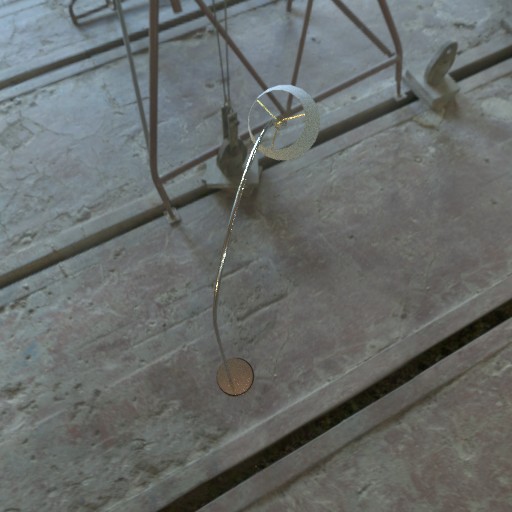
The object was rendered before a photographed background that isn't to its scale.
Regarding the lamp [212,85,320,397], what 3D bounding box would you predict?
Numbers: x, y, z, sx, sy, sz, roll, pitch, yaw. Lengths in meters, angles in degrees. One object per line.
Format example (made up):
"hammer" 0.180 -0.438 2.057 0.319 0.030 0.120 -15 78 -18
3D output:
"lamp" 0.000 0.000 2.754 0.406 2.098 1.445 14 65 7
